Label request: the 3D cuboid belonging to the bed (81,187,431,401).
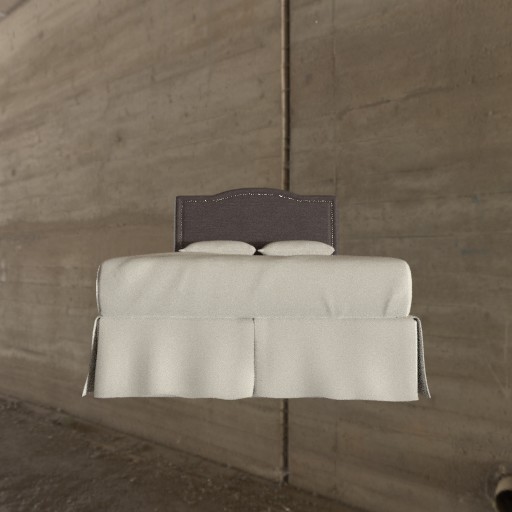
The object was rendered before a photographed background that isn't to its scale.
[{"bbox_3d":[0.000,0.000,3.393,1.741,1.441,2.507,0,-1,1],"label":"bed"}]
